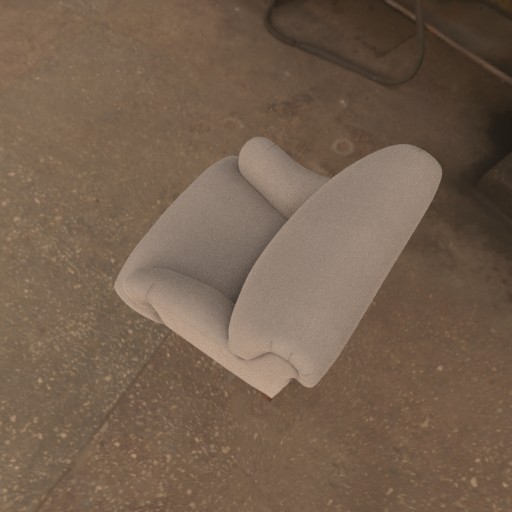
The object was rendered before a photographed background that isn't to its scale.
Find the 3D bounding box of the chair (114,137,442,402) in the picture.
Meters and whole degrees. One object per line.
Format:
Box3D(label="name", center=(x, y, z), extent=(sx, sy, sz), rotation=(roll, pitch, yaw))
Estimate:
Box3D(label="chair", center=(0.000, 0.000, 1.596), extent=(0.842, 0.942, 0.766), rotation=(31, 67, 15))
